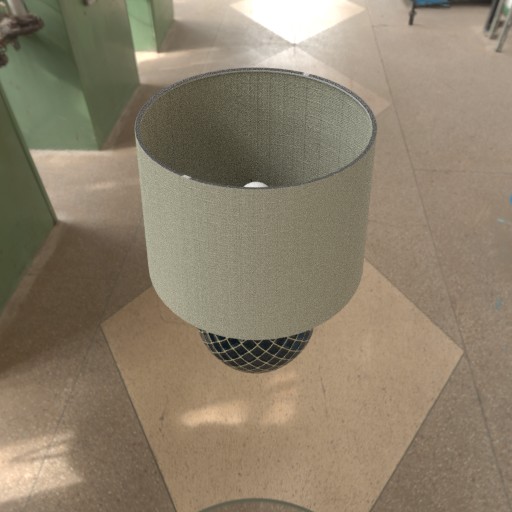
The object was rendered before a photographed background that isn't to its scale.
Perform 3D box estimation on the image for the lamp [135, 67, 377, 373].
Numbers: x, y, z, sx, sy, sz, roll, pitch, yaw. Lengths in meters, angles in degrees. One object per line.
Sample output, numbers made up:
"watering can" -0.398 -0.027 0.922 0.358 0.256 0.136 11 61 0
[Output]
"lamp" 0.000 0.000 0.795 0.376 0.540 0.376 0 46 0
